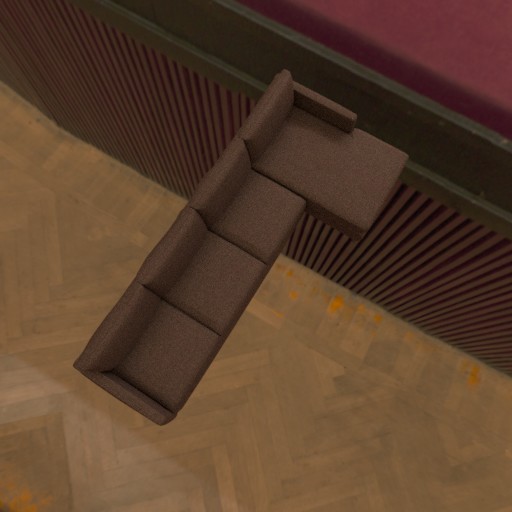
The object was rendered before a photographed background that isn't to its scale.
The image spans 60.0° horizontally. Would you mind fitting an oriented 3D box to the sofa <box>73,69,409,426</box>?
[{"bbox_3d":[0.000,0.000,3.943,1.483,0.892,3.221,31,78,8],"label":"sofa"}]
